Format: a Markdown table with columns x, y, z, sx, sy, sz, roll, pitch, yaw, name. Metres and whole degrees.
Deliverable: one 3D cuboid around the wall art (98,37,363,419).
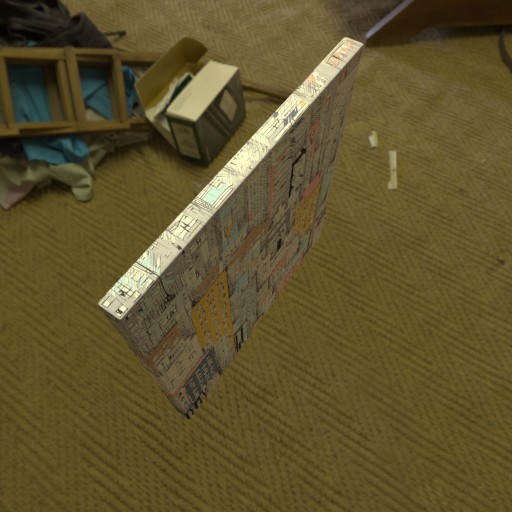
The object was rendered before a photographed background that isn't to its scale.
| x | y | z | sx | sy | sz | roll | pitch | yaw | name |
| --- | --- | --- | --- | --- | --- | --- | --- | --- | --- |
| 0.000 | 0.000 | 0.894 | 0.038 | 0.608 | 0.607 | 30 | 64 | 16 | wall art |
